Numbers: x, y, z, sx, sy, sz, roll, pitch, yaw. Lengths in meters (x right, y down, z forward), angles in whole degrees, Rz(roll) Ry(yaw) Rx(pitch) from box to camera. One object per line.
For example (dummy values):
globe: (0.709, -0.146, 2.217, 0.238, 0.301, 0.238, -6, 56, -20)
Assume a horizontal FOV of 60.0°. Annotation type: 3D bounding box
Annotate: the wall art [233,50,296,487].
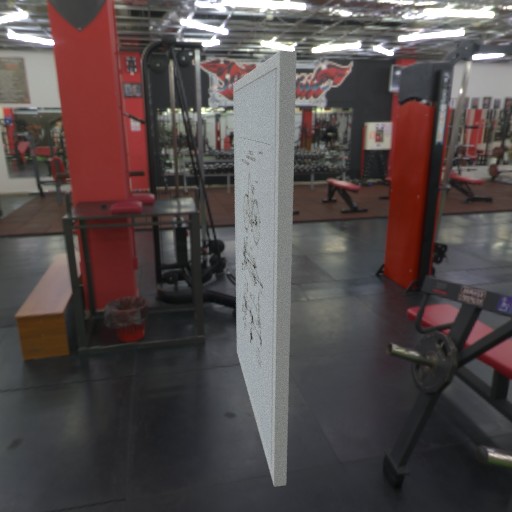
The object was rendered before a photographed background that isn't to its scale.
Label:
wall art: (0.000, 0.000, 0.618, 0.015, 0.477, 0.332, -3, 17, -10)
